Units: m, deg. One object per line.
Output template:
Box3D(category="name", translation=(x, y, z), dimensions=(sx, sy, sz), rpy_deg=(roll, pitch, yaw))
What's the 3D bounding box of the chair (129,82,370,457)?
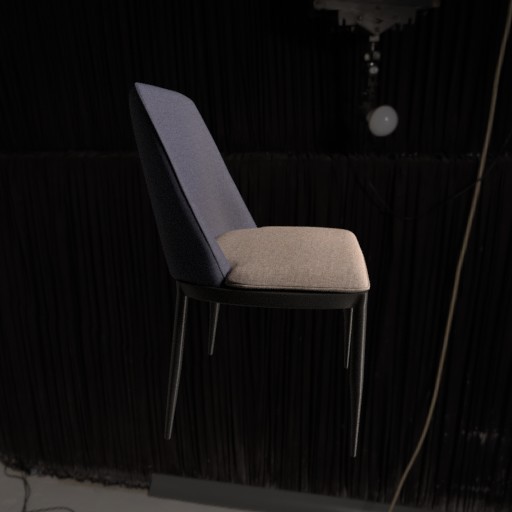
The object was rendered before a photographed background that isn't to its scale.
Box3D(category="chair", translation=(0.000, 0.000, 1.157), dimensions=(0.551, 0.839, 0.480), rpy_deg=(2, 16, 8))
